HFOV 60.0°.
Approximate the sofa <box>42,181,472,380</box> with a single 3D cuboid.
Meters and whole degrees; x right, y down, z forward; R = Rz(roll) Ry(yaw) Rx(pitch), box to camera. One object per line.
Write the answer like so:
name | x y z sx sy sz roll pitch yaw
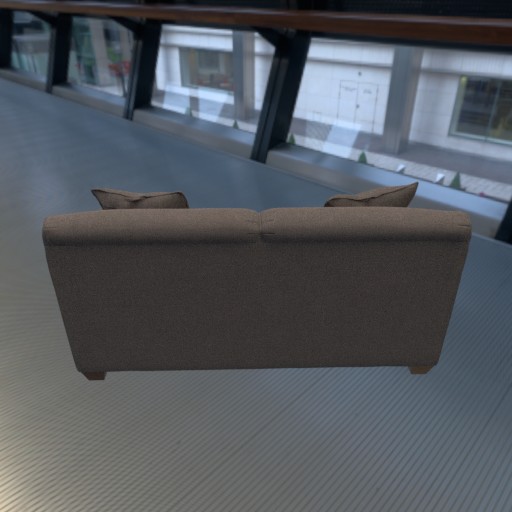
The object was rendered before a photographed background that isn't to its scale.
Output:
sofa | 0.000 0.000 2.469 1.846 0.958 1.000 -1 30 -1
